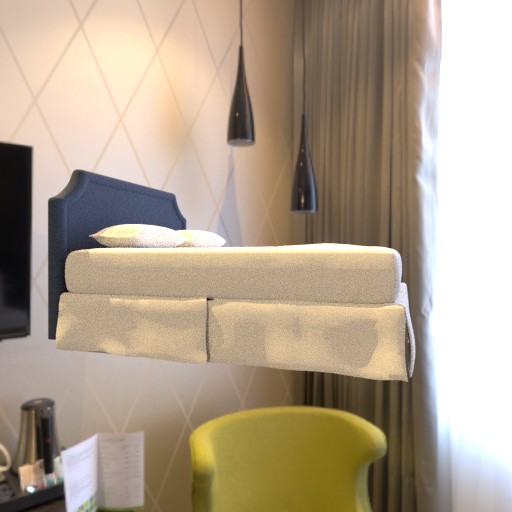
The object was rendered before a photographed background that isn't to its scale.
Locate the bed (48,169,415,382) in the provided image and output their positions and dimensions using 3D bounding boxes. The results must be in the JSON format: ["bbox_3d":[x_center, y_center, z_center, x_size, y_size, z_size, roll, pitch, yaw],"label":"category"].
[{"bbox_3d":[0.000,0.000,4.121,2.773,1.488,2.350,0,0,19],"label":"bed"}]
